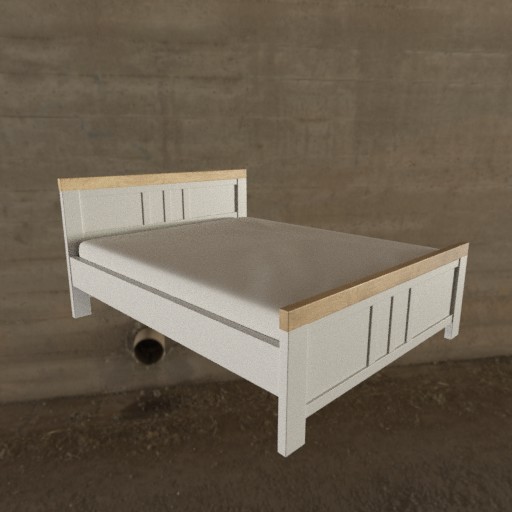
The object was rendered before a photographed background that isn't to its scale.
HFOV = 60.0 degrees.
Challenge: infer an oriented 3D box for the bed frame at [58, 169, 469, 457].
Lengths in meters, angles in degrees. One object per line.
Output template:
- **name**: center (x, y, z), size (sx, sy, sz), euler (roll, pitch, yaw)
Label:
- **bed frame**: center (0.000, 0.000, 2.905), size (1.670, 0.980, 2.050), euler (-13, 19, -43)
